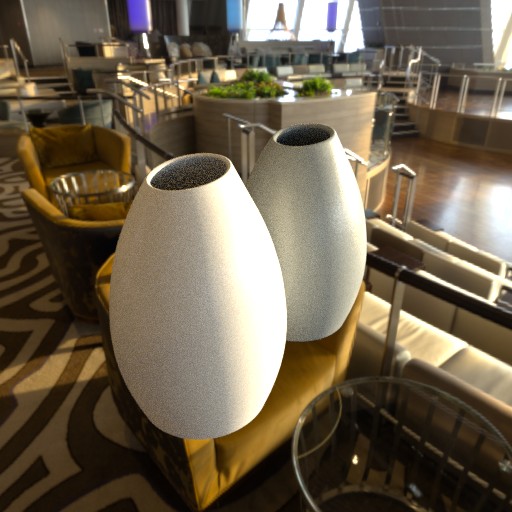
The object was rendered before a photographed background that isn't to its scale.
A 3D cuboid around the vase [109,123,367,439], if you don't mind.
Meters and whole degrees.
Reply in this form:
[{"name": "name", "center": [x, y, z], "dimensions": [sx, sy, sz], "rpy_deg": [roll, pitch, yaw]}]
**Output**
[{"name": "vase", "center": [0.000, 0.000, 0.258], "dimensions": [0.089, 0.131, 0.187], "rpy_deg": [18, 32, 32]}]
